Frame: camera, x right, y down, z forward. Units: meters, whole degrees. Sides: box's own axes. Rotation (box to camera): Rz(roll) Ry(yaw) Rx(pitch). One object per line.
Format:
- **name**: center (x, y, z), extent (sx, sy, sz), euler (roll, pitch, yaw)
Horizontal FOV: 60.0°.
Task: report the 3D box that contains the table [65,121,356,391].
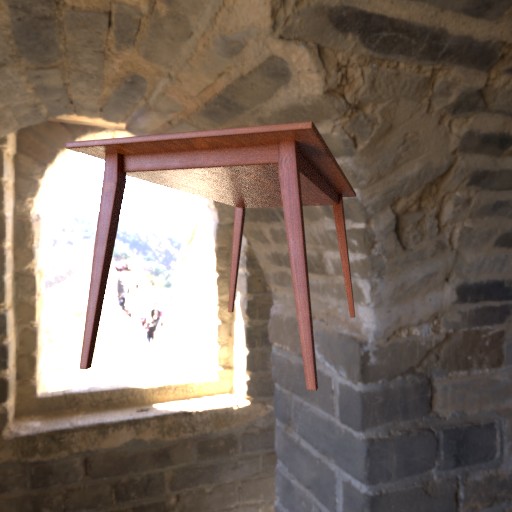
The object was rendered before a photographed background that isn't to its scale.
- **table**: center (0.000, 0.000, 2.093), extent (0.811, 0.755, 1.609), euler (0, 1, 17)
